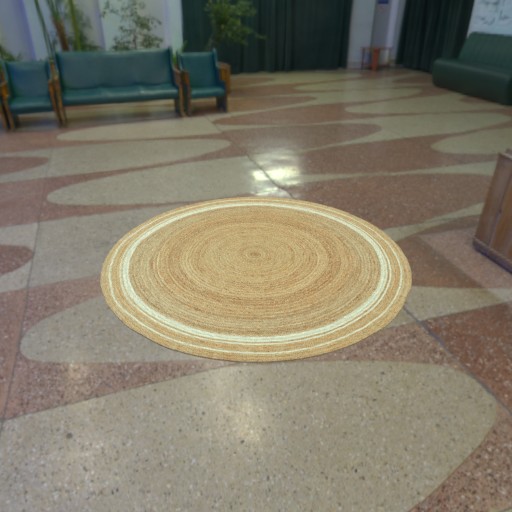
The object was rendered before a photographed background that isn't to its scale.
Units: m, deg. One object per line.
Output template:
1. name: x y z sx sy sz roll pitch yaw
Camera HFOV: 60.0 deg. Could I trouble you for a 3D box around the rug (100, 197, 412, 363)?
1. rug: 0.000 0.000 3.639 2.444 0.015 2.444 0 31 0
